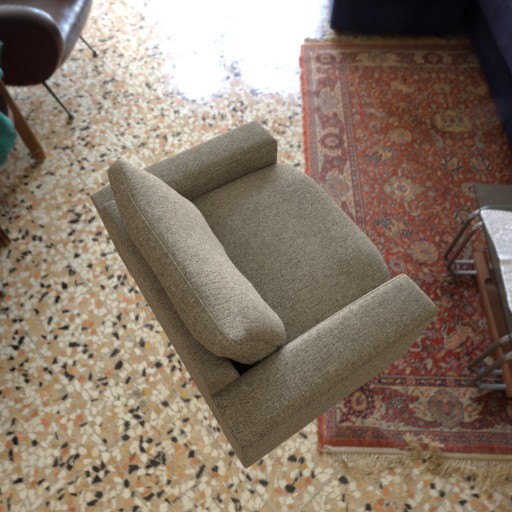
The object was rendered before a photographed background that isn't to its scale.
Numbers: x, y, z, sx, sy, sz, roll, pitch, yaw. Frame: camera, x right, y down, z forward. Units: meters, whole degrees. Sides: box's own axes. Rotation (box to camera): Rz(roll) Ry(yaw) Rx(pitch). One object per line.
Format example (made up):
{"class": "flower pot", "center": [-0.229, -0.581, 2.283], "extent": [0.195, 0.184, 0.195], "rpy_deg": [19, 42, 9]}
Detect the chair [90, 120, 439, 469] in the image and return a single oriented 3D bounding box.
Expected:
{"class": "chair", "center": [0.000, 0.000, 2.089], "extent": [1.039, 0.915, 1.398], "rpy_deg": [-29, 62, -17]}
